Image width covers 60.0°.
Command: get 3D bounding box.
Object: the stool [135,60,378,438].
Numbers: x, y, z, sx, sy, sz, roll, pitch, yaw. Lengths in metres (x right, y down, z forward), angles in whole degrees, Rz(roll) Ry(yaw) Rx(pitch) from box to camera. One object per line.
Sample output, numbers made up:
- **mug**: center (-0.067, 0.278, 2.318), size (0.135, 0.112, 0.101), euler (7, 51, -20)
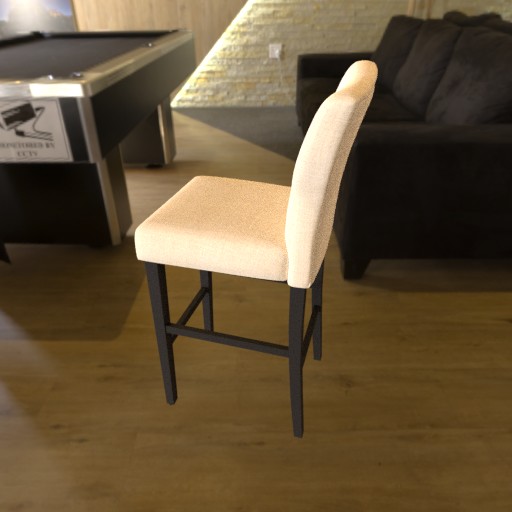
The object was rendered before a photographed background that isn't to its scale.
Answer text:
- **stool**: center (0.000, 0.000, 1.424), size (0.603, 1.124, 0.516), euler (9, 32, 14)
